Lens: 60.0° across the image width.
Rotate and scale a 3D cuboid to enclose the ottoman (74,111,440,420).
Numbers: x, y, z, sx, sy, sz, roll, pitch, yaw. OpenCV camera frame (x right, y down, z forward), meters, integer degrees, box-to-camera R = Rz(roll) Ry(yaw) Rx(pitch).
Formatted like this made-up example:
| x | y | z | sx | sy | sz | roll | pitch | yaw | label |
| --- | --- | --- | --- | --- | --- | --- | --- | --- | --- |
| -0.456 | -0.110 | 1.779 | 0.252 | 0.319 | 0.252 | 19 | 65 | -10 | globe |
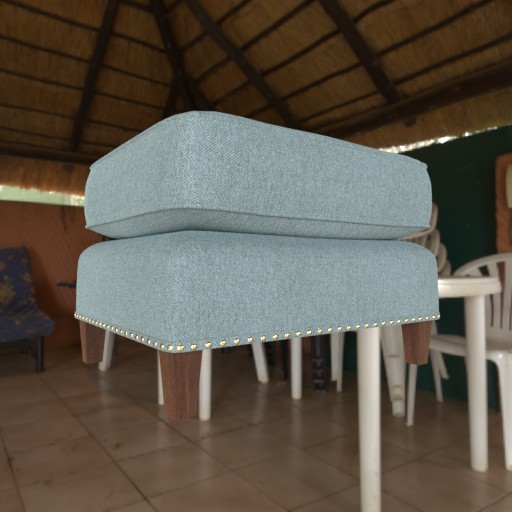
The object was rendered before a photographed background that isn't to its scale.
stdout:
| x | y | z | sx | sy | sz | roll | pitch | yaw | label |
| --- | --- | --- | --- | --- | --- | --- | --- | --- | --- |
| 0.000 | 0.000 | 1.115 | 0.738 | 0.537 | 0.589 | 1 | -1 | -36 | ottoman |
